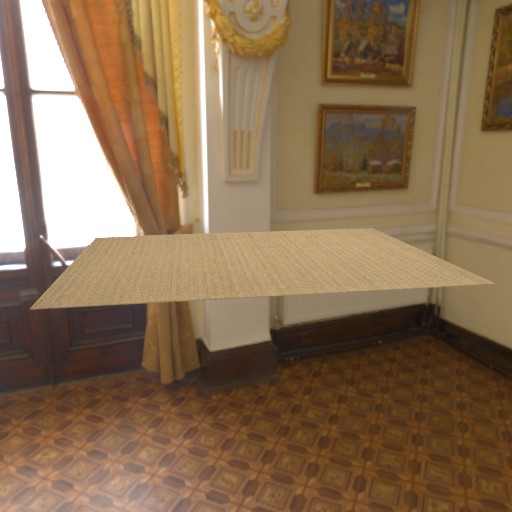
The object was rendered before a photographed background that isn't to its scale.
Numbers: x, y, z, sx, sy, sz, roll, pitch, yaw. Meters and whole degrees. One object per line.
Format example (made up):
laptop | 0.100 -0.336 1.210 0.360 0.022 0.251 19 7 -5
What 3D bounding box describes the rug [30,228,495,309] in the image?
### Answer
rug | 0.000 0.000 3.661 2.895 0.006 1.981 -2 15 -9
